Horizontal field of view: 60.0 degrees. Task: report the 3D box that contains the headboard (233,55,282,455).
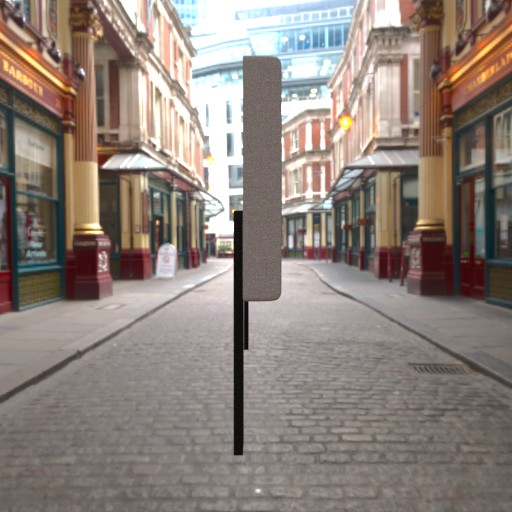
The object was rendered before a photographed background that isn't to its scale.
[{"bbox_3d":[0.000,0.000,2.686,0.184,1.524,2.051,0,1,0],"label":"headboard"}]
